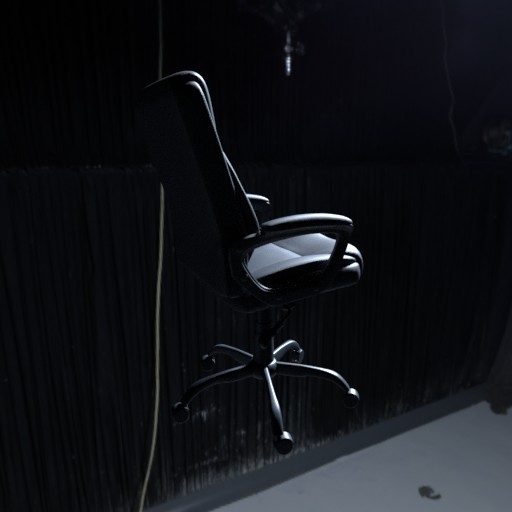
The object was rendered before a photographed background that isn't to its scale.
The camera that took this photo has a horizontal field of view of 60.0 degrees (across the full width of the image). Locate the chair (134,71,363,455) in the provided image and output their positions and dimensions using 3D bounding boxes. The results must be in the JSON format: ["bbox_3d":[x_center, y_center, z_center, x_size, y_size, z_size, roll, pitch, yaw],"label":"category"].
[{"bbox_3d":[0.000,0.000,1.467,0.655,1.072,0.615,-7,16,-25],"label":"chair"}]
